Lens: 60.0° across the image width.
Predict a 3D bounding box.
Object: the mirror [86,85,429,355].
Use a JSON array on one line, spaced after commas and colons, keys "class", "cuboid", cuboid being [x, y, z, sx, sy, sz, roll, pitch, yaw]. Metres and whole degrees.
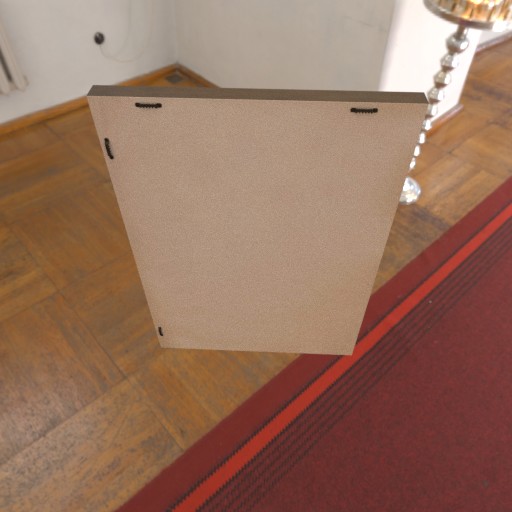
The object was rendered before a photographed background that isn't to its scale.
[{"class": "mirror", "cuboid": [0.000, 0.000, 0.924, 0.507, 0.710, 0.040, 2, 47, 2]}]
